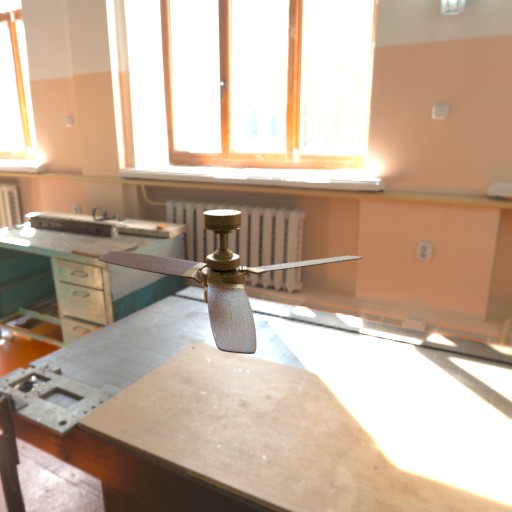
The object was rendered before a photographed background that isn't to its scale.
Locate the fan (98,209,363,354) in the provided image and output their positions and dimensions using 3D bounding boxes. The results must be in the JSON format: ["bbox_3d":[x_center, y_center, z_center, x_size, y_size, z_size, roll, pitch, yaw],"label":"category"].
[{"bbox_3d":[0.000,0.000,2.087,1.271,0.425,1.416,-7,16,-25],"label":"fan"}]
